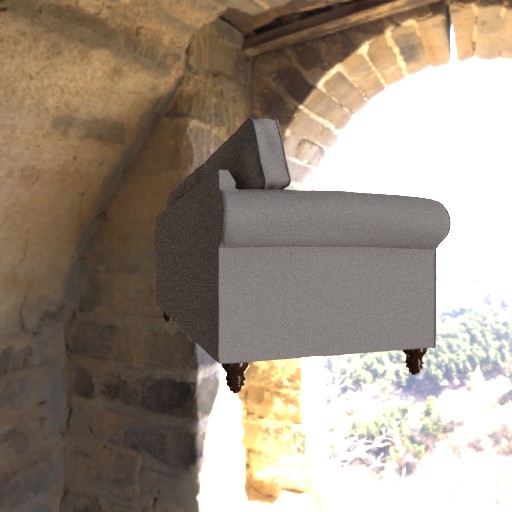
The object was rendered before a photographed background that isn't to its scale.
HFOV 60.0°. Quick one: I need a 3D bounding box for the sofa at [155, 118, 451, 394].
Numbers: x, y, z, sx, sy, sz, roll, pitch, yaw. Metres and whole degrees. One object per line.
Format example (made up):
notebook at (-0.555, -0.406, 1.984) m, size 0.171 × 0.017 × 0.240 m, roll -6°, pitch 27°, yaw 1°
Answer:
sofa at (0.000, 0.000, 2.513) m, size 0.916 × 0.961 × 2.084 m, roll 0°, pitch 0°, yaw -19°
